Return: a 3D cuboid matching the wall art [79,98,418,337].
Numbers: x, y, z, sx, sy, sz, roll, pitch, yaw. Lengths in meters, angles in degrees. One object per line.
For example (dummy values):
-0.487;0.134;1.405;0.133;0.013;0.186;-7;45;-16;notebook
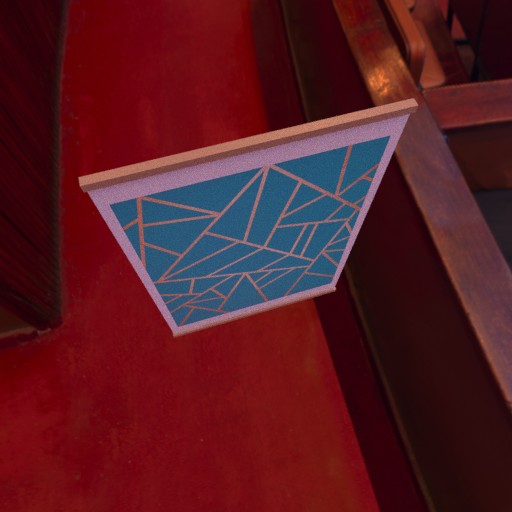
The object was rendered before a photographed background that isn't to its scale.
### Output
0.000;0.000;1.936;0.990;1.519;0.030;-15;65;-7;wall art
